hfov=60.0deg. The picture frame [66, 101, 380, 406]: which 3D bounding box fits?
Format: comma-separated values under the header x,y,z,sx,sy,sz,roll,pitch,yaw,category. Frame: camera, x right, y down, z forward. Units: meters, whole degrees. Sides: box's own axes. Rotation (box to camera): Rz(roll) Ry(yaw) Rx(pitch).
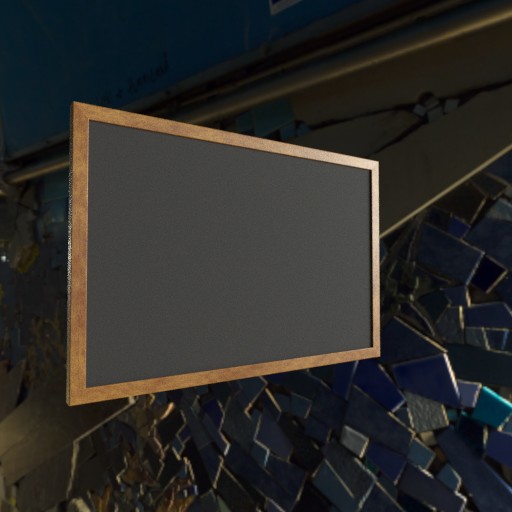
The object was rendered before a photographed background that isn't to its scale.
x,y,z,sx,sy,sz,roll,pitch,yaw,category
0.000,0.000,1.169,0.922,0.621,0.029,1,-2,-34,picture frame
